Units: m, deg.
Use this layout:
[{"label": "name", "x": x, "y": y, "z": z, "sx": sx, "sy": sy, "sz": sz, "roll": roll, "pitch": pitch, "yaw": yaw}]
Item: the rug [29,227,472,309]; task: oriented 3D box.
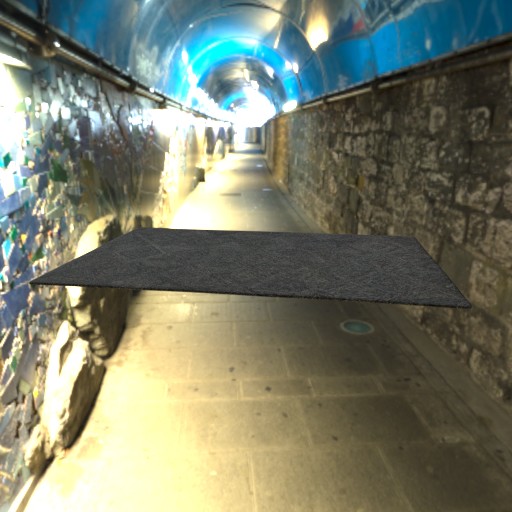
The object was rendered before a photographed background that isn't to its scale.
[{"label": "rug", "x": 0.000, "y": 0.000, "z": 2.256, "sx": 1.752, "sy": 0.013, "sz": 1.158, "roll": 2, "pitch": 16, "yaw": 8}]
